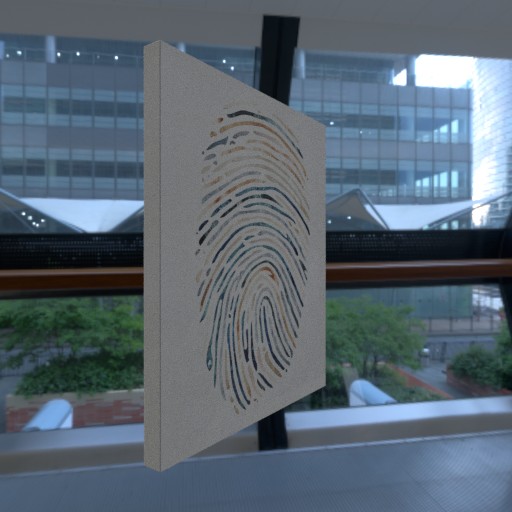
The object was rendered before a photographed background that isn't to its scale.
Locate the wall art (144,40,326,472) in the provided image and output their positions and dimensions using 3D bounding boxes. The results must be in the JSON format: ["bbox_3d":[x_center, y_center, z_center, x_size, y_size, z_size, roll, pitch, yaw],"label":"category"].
[{"bbox_3d":[0.000,0.000,0.837,0.037,0.606,0.508,0,0,36],"label":"wall art"}]
